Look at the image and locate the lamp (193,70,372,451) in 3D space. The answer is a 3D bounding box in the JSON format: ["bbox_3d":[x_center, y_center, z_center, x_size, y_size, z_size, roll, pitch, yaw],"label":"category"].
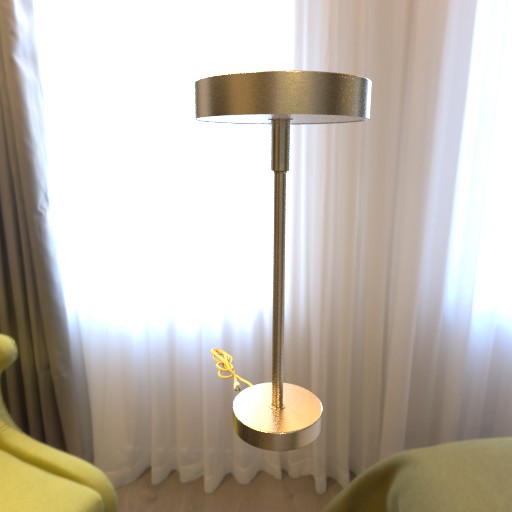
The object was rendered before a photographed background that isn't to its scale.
[{"bbox_3d":[0.000,0.000,0.698,0.229,0.508,0.369,-7,16,-27],"label":"lamp"}]
